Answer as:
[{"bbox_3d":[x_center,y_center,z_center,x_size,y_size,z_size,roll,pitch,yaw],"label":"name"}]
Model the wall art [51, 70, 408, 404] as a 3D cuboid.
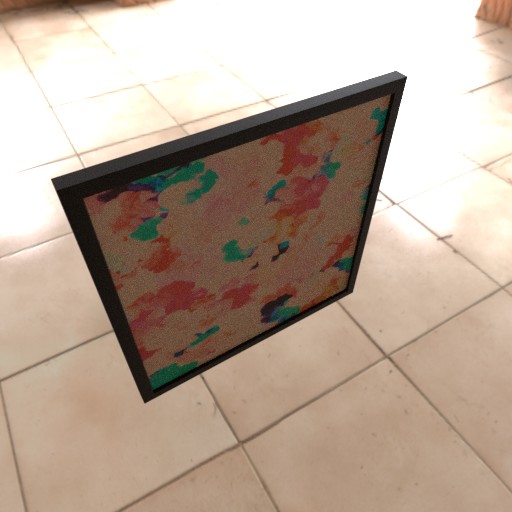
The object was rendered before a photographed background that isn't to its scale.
[{"bbox_3d":[0.000,0.000,0.451,0.306,0.304,0.015,-24,51,-21],"label":"wall art"}]
